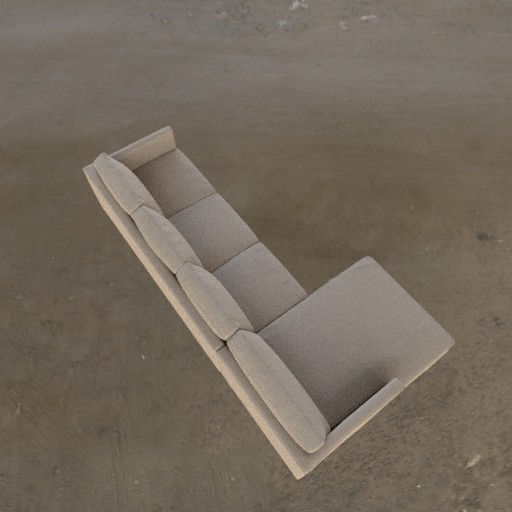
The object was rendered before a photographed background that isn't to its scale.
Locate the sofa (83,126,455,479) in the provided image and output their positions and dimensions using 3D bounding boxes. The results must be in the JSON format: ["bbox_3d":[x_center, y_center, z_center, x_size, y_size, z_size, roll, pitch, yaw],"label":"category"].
[{"bbox_3d":[0.000,0.000,3.898,1.625,0.846,3.186,-33,65,-17],"label":"sofa"}]
